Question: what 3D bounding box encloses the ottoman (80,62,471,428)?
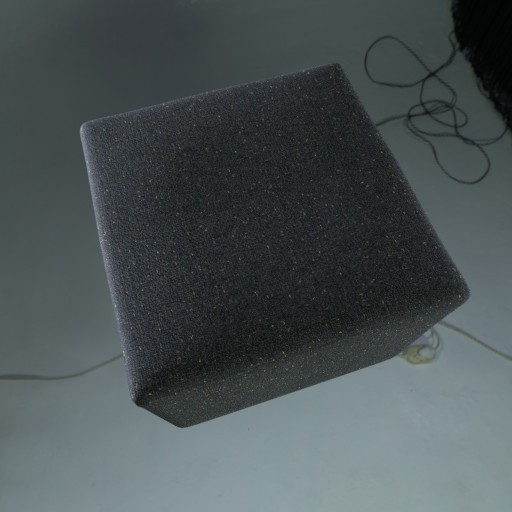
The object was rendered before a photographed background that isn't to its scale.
[{"bbox_3d":[0.000,0.000,0.876,0.508,0.432,0.508,-16,65,-8],"label":"ottoman"}]
